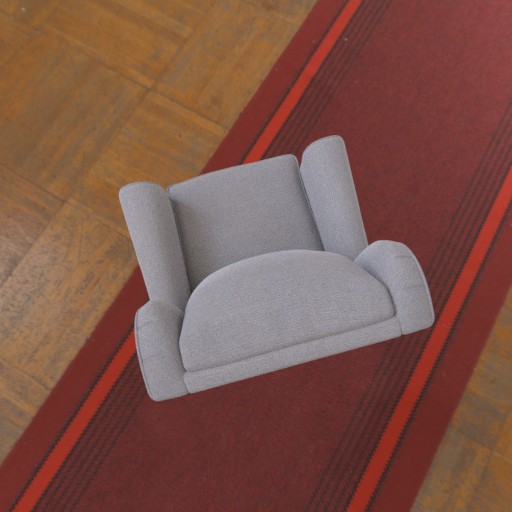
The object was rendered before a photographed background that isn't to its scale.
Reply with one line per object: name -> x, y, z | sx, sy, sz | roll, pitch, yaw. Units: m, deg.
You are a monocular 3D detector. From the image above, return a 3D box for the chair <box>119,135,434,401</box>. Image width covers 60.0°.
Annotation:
chair -> 0.000, 0.000, 1.701 | 0.906, 0.966, 0.854 | -14, 76, -4
